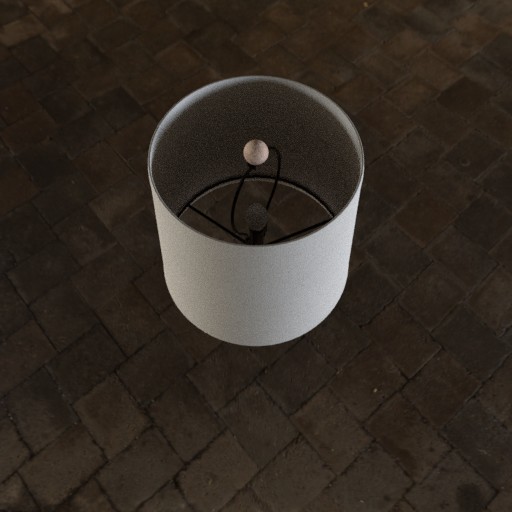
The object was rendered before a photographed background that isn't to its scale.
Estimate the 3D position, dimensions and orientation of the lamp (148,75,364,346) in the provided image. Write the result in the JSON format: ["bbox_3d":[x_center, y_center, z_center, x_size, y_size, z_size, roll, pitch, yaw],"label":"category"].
[{"bbox_3d":[0.000,0.000,0.659,0.273,0.497,0.273,0,64,0],"label":"lamp"}]
